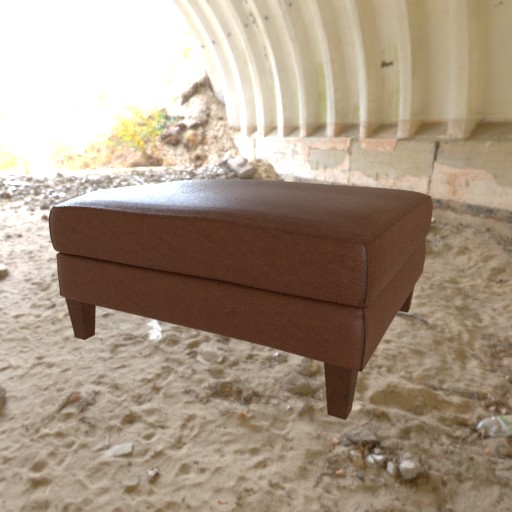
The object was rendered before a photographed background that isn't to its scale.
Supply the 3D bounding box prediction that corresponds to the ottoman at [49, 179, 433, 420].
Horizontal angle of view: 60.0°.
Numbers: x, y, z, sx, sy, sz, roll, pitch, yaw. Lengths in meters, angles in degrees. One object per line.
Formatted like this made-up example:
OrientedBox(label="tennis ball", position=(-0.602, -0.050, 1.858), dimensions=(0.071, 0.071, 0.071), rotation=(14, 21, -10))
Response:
OrientedBox(label="ottoman", position=(0.000, 0.000, 1.477), dimensions=(0.987, 0.472, 0.836), rotation=(8, 17, 28))
